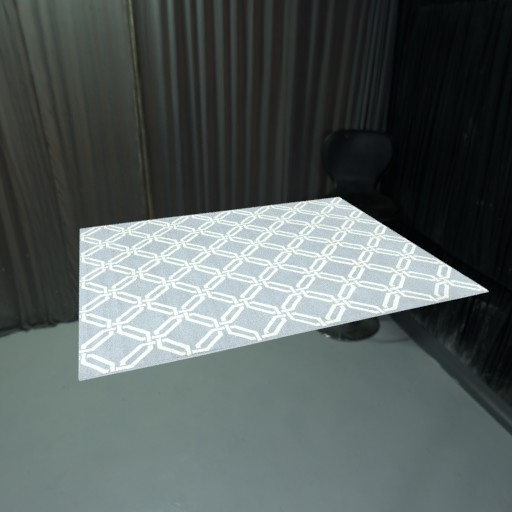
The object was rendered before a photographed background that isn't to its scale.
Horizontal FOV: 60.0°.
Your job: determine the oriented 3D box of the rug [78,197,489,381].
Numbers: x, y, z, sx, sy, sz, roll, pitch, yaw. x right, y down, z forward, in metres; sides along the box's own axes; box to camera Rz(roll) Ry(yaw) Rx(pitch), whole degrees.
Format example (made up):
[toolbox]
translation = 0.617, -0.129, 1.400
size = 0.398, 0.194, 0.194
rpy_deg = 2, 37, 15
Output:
[rug]
translation = 0.000, 0.000, 3.857
size = 2.895, 0.018, 2.288
rpy_deg = -9, 28, -17
